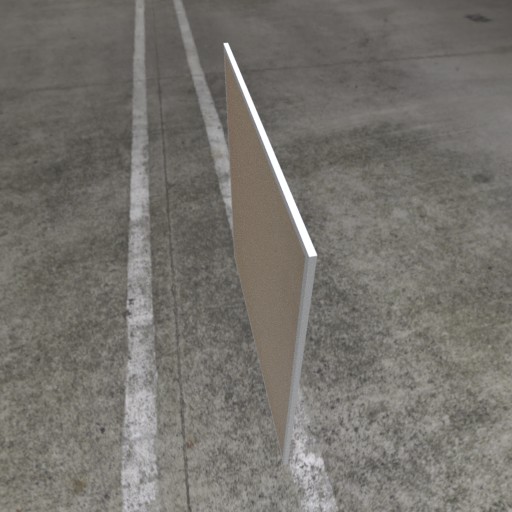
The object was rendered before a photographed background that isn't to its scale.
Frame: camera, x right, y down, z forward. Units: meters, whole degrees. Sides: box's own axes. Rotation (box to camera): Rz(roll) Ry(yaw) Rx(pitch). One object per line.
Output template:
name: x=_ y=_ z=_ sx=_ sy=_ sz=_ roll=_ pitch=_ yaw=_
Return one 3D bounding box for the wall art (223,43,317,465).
wall art: x=0.000 y=0.000 z=0.671 sx=0.007 sy=0.456 sz=0.456 roll=-8 pitch=46 yaw=-8
